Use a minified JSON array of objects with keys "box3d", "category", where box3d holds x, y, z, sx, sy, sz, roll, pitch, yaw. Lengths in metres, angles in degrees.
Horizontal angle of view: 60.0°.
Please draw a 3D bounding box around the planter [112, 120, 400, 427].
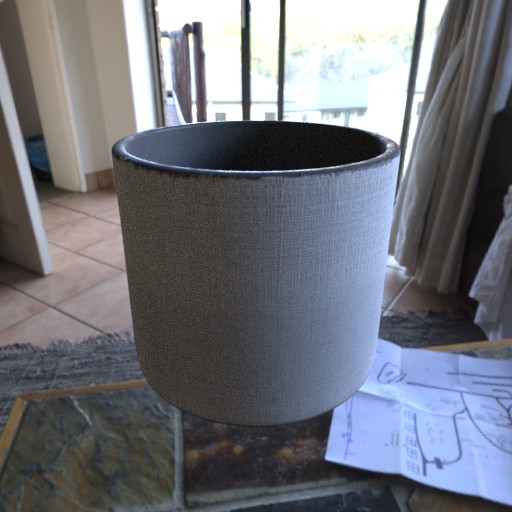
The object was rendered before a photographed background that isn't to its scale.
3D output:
[{"box3d":[0.000,0.000,0.387,0.221,0.201,0.221,0,25,0],"category":"planter"}]
